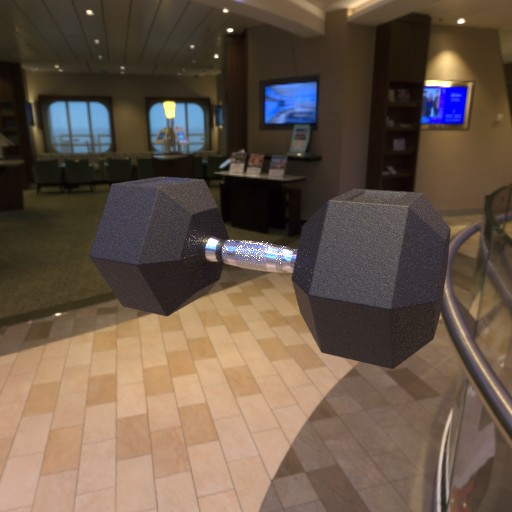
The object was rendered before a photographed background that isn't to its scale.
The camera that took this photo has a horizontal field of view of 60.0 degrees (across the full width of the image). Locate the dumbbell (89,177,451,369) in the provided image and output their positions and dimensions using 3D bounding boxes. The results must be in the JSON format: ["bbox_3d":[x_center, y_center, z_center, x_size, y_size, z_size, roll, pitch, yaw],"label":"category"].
[{"bbox_3d":[0.000,0.000,0.490,0.384,0.150,0.173,8,18,26],"label":"dumbbell"}]
